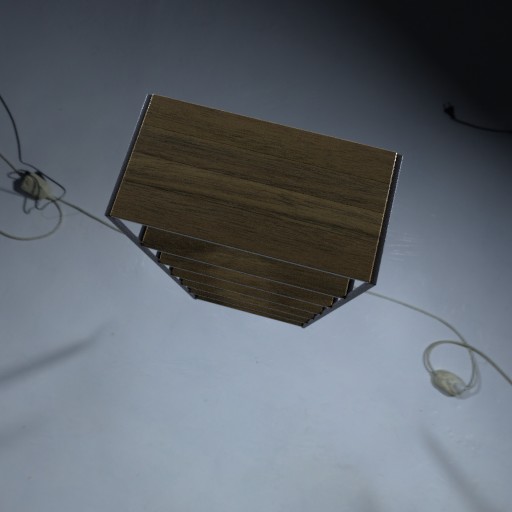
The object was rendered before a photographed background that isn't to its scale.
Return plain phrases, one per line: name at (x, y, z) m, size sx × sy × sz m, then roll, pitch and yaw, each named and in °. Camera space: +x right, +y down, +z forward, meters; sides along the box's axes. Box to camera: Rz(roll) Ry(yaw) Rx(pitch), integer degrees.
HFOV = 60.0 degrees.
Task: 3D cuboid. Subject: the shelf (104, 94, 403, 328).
shelf at (0.000, 0.000, 2.345) m, size 0.847 × 2.015 × 0.431 m, roll 14°, pitch 78°, yaw 3°
